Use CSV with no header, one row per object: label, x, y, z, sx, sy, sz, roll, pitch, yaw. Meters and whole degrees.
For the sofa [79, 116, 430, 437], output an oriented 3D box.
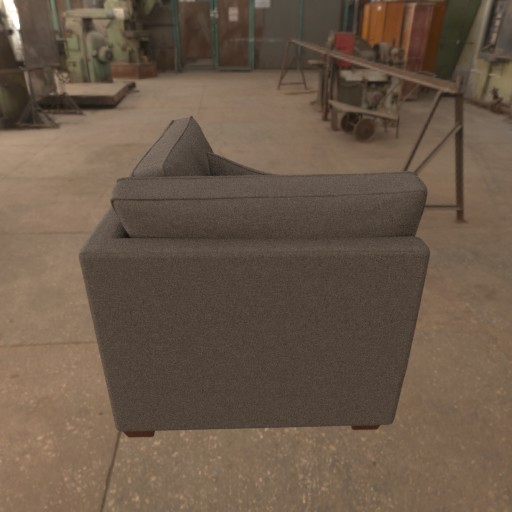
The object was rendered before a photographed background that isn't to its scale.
sofa,0.000,0.000,1.955,1.084,1.002,1.146,-1,28,-1
